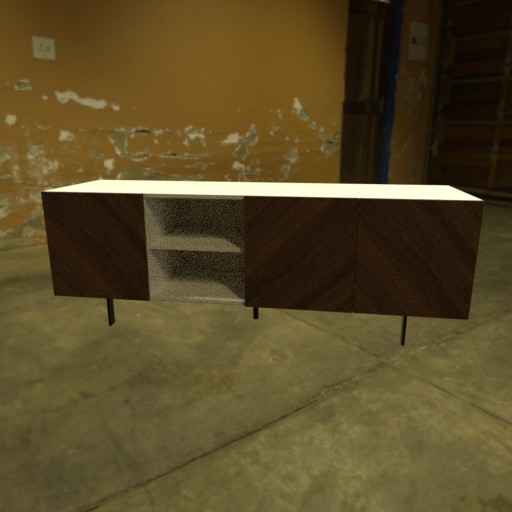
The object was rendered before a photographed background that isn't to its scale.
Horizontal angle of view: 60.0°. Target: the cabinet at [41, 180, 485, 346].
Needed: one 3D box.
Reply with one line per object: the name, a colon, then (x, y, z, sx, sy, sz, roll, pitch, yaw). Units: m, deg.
cabinet: (0.000, 0.000, 1.758, 1.499, 0.533, 0.431, 2, 16, 9)
